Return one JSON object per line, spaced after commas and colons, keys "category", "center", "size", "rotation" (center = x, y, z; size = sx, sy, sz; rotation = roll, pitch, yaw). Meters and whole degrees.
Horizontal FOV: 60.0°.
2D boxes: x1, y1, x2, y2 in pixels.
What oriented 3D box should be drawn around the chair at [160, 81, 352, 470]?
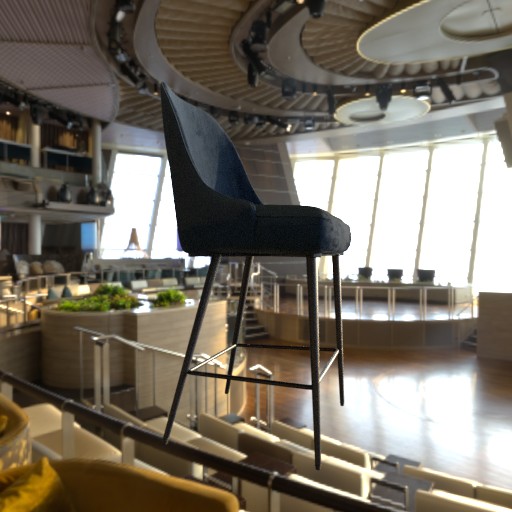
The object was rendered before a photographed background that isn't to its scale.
{"category": "chair", "center": [0.000, 0.000, 1.227], "size": [0.489, 0.927, 0.526], "rotation": [0, 1, 18]}
